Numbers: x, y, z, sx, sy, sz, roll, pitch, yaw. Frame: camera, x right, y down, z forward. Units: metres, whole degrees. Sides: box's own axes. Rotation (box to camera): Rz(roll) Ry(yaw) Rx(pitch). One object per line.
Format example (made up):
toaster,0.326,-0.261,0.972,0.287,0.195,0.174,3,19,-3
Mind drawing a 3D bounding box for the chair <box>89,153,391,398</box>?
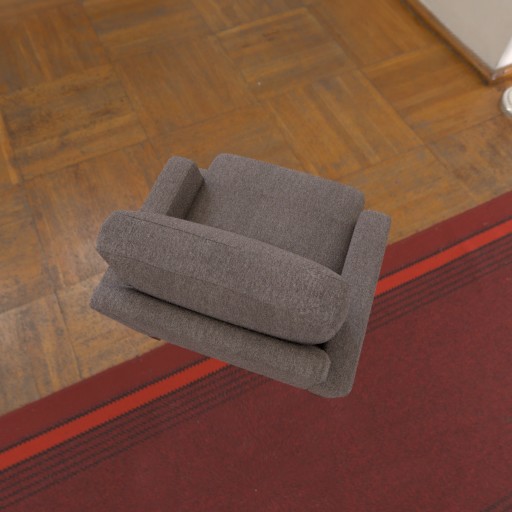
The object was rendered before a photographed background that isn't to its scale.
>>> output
chair,0.000,0.000,1.626,0.855,0.993,0.897,17,63,9
